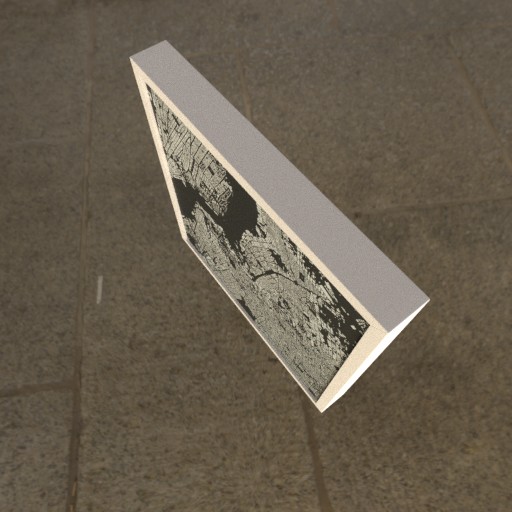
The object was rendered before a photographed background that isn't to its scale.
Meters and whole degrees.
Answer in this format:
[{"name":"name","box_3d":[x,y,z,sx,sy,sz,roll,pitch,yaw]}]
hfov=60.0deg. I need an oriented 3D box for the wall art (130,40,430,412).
[{"name":"wall art","box_3d":[0.000,0.000,0.458,0.037,0.305,0.305,-34,67,-16]}]
